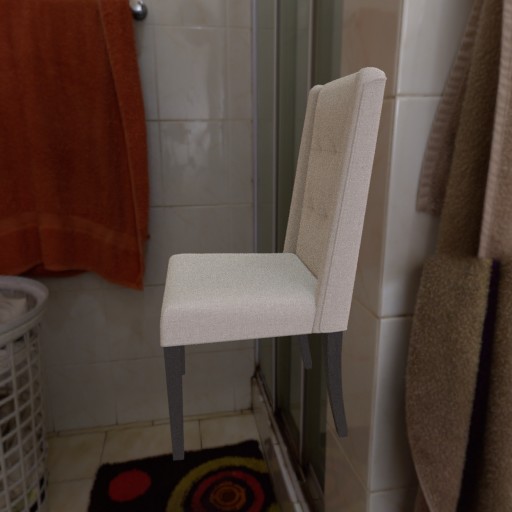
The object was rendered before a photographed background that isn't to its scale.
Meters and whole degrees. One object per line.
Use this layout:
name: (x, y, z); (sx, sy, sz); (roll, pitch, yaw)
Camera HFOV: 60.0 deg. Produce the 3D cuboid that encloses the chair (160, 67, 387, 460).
chair: (0.000, 0.000, 1.261); (0.523, 0.961, 0.474); (-2, 16, -8)
